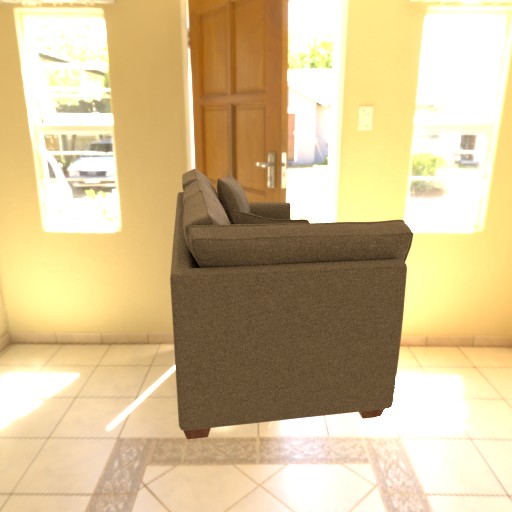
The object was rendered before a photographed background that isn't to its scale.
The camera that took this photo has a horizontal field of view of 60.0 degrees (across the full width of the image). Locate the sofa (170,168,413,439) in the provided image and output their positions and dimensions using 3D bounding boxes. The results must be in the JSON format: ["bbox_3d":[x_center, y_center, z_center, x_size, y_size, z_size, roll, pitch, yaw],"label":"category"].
[{"bbox_3d":[0.000,0.000,2.942,1.061,0.962,2.317,-3,17,-8],"label":"sofa"}]
